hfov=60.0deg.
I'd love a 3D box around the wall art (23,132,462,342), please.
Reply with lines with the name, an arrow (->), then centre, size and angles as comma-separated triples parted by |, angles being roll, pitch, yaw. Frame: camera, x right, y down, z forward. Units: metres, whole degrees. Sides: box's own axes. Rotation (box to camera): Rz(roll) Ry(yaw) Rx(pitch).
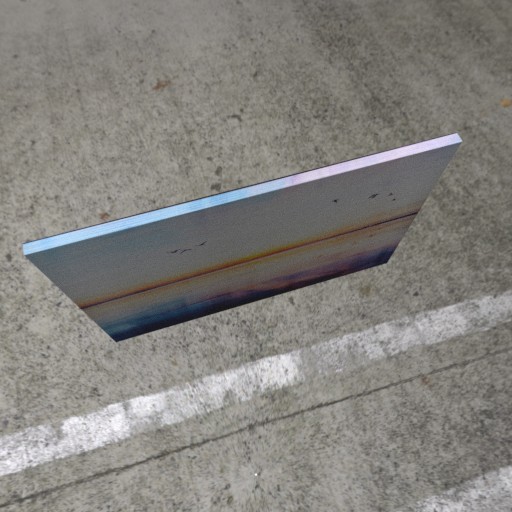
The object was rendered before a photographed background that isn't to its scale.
wall art -> 0.000, 0.000, 0.769 | 0.604, 0.402, 0.018 | -16, 65, -8
